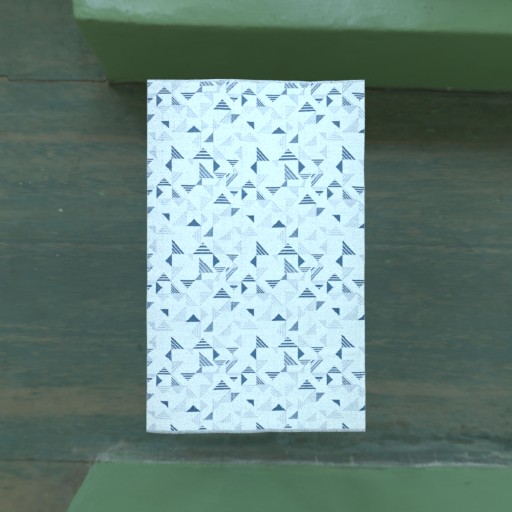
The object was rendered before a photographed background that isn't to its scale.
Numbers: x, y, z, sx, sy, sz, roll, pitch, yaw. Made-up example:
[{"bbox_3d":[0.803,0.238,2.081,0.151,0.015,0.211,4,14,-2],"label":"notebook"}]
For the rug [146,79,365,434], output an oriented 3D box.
[{"bbox_3d":[0.000,0.000,3.072,1.512,0.009,2.457,0,89,0],"label":"rug"}]
